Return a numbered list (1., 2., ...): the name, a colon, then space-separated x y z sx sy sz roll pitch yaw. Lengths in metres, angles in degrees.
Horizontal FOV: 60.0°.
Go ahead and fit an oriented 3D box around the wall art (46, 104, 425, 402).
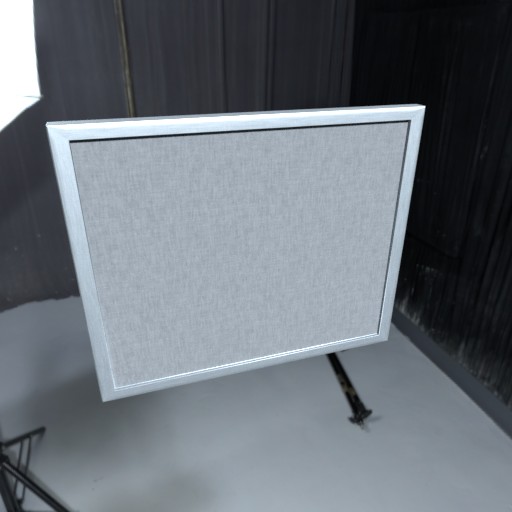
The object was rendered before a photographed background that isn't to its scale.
1. wall art: 0.000 0.000 0.737 0.556 0.457 0.028 -8 27 -16
